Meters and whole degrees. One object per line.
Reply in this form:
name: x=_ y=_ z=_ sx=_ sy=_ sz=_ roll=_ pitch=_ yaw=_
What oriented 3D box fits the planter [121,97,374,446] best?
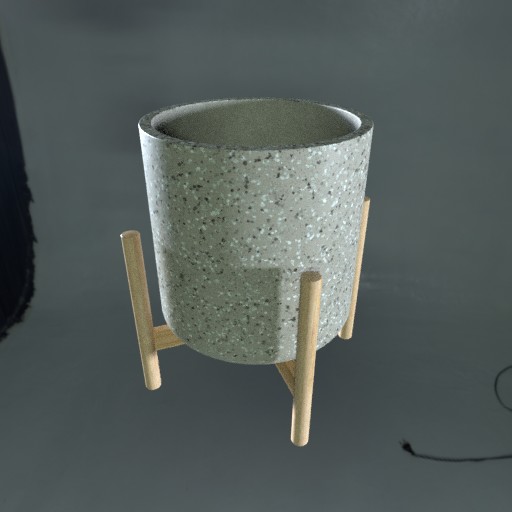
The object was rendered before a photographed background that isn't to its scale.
planter: x=0.000 y=0.000 z=0.689 sx=0.360 sy=0.419 sz=0.360 roll=1 pitch=29 yaw=2
